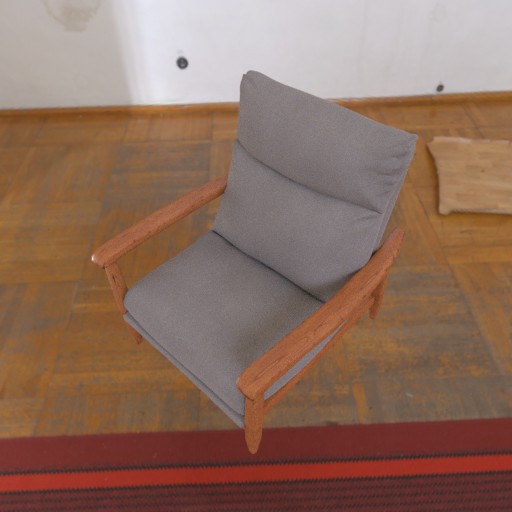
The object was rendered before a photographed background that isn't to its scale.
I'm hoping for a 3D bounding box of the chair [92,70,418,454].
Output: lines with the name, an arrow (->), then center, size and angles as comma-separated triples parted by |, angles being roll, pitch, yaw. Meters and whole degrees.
chair -> 0.000, 0.000, 1.521 | 0.782, 0.922, 0.816 | 34, 55, 28
